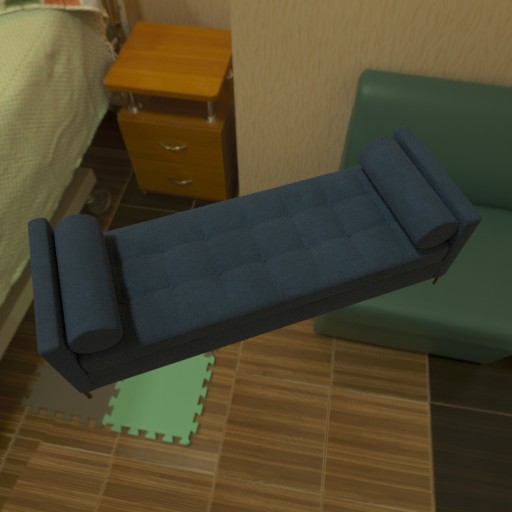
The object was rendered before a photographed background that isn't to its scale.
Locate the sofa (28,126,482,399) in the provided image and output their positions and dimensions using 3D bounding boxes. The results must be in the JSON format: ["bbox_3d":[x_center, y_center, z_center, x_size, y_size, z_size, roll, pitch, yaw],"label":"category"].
[{"bbox_3d":[0.000,0.000,2.273,1.981,0.635,0.686,-16,57,-11],"label":"sofa"}]
